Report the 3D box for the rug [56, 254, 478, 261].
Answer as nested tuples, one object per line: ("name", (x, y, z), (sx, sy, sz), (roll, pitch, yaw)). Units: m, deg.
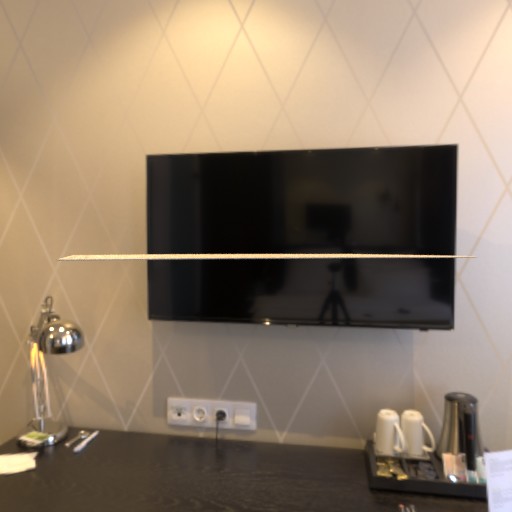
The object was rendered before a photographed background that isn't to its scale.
("rug", (0.000, 0.000, 3.081), (2.435, 0.012, 1.529), (0, 1, -20))
